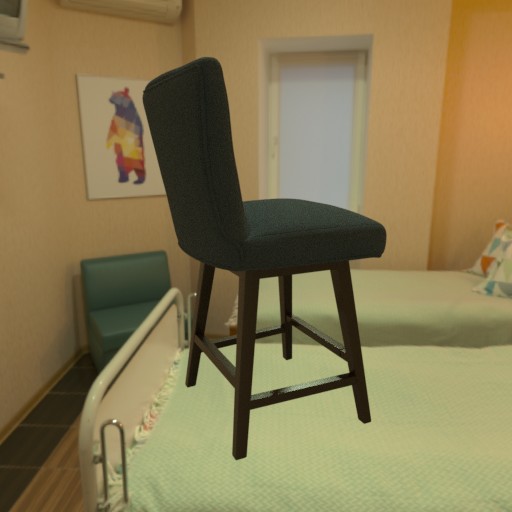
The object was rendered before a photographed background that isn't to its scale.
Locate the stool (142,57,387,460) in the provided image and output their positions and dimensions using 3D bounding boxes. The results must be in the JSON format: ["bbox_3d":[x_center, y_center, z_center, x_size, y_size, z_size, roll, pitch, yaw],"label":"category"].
[{"bbox_3d":[0.000,0.000,1.335,0.574,1.000,0.514,-7,15,-26],"label":"stool"}]
